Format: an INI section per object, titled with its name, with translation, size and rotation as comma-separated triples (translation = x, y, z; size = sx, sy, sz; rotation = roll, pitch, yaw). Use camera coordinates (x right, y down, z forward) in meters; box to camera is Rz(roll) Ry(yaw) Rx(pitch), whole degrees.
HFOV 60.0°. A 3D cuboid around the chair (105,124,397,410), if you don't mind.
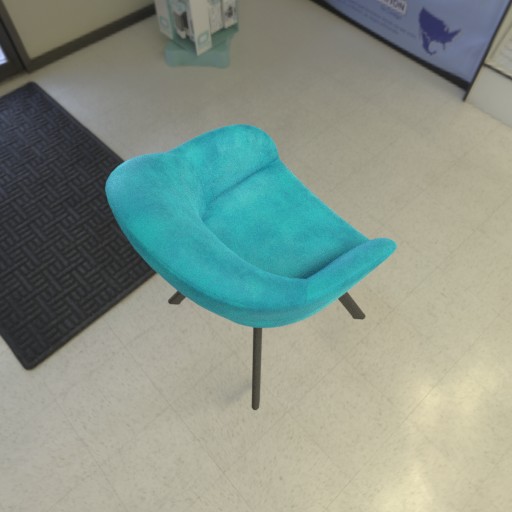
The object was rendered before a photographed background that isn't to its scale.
[chair]
translation = 0.000, 0.000, 1.199
size = 0.590, 0.795, 0.550
rotation = -35, 65, -19
